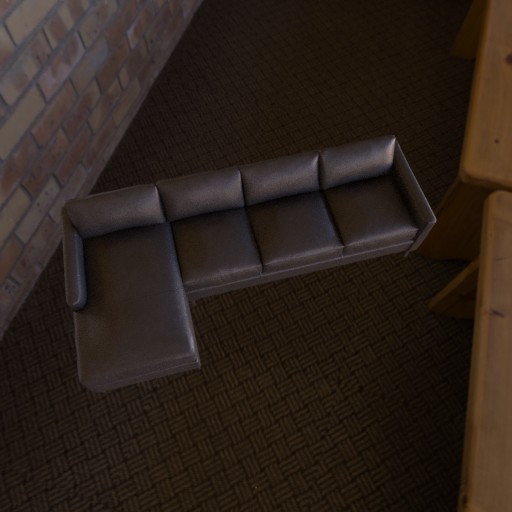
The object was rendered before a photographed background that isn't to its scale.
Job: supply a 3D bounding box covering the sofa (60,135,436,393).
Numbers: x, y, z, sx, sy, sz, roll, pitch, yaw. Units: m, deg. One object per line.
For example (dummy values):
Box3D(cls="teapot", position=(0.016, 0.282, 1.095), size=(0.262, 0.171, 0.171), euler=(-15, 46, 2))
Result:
Box3D(cls="sofa", position=(0.000, 0.000, 3.690), size=(2.993, 0.859, 1.471), euler=(-13, 63, -7))
